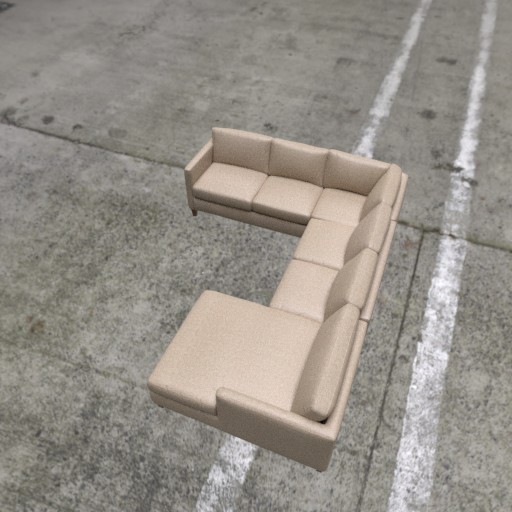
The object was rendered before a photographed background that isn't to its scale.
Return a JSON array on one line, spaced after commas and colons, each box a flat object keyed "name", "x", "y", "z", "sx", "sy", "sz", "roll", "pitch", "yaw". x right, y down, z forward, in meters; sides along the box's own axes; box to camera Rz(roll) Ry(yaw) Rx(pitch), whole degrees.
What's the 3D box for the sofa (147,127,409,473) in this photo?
[{"name": "sofa", "x": 0.000, "y": 0.000, "z": 4.678, "sx": 2.594, "sy": 0.961, "sz": 3.460, "roll": 16, "pitch": 47, "yaw": 15}]
